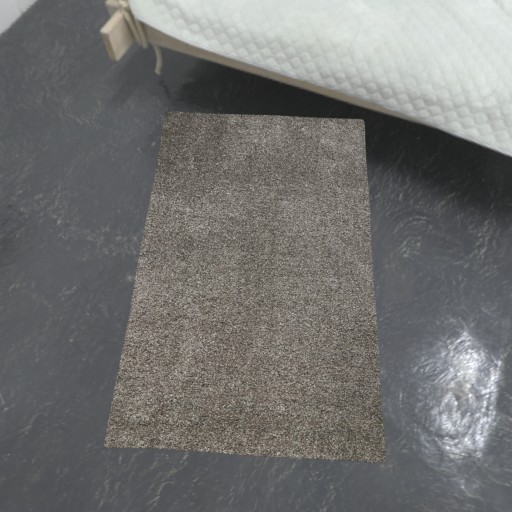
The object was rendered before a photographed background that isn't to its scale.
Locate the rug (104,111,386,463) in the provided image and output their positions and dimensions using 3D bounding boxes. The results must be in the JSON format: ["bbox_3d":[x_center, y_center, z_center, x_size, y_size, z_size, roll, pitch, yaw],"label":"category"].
[{"bbox_3d":[0.000,0.000,2.858,1.501,0.025,2.352,3,65,1],"label":"rug"}]
